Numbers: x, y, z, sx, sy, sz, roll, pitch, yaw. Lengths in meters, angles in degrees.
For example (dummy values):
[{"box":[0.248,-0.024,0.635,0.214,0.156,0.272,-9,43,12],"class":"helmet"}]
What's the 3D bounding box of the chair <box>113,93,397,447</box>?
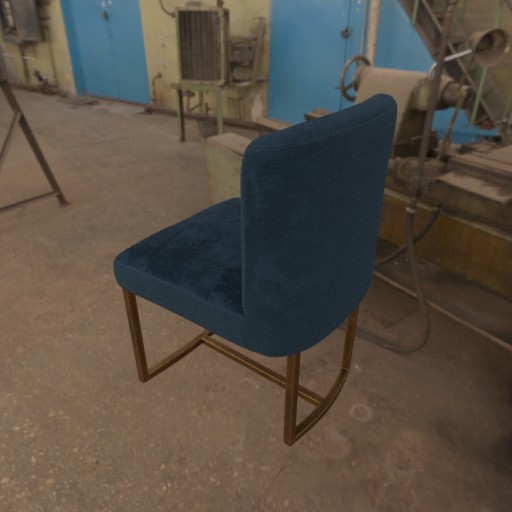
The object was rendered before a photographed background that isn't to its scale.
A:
[{"box":[0.000,0.000,1.172,0.560,0.824,0.530,21,36,31],"class":"chair"}]
